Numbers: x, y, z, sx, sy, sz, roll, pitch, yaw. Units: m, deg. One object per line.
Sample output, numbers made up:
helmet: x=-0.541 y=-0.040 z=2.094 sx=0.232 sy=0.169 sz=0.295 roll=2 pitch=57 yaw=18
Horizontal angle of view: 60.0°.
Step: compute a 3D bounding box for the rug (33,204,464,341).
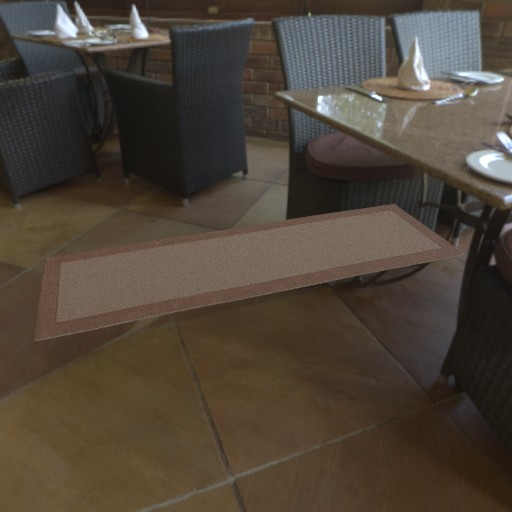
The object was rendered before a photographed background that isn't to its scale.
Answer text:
rug: x=0.000 y=0.000 z=2.686 sx=2.430 sy=0.012 sz=0.767 roll=-10 pitch=33 yaw=-16
